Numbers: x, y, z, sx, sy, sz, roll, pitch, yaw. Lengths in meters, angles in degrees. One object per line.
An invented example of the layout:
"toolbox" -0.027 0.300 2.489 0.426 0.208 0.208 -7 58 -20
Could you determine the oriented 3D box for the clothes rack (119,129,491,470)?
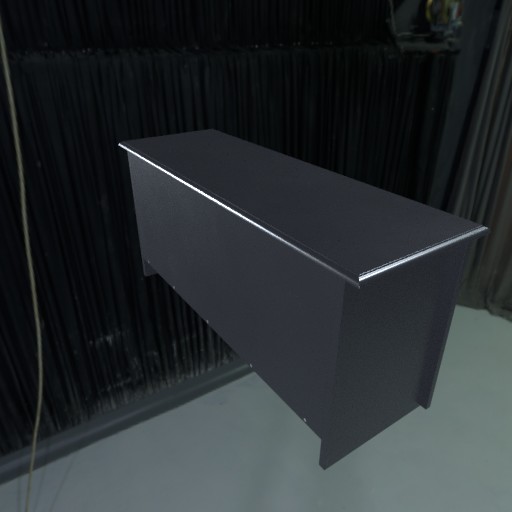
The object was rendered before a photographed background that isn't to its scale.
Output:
"clothes rack" 0.000 0.000 1.433 0.406 0.556 1.219 -18 33 -30
